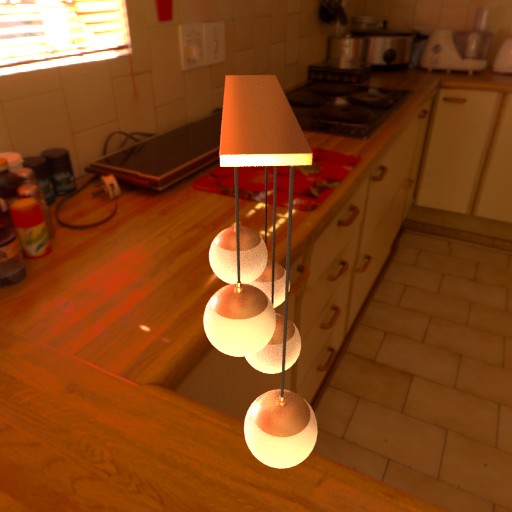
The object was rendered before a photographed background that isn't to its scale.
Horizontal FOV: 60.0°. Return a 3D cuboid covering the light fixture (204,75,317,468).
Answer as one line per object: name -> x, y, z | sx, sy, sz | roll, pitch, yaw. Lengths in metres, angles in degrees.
light fixture -> 0.000, 0.000, 1.297 | 0.299, 0.869, 0.863 | -1, 31, -2
